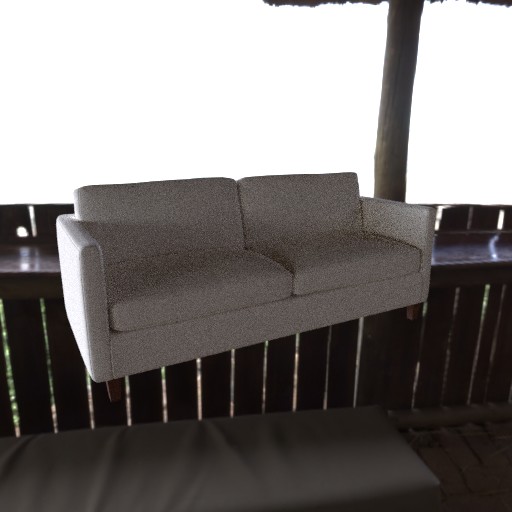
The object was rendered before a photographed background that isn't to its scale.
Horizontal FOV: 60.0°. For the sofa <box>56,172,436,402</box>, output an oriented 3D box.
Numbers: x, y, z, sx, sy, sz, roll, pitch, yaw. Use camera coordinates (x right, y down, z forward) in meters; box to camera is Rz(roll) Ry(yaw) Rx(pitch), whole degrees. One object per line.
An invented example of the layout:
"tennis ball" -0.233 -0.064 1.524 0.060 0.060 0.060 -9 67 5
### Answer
"sofa" 0.000 0.000 2.710 2.139 0.933 0.924 -8 17 -28
